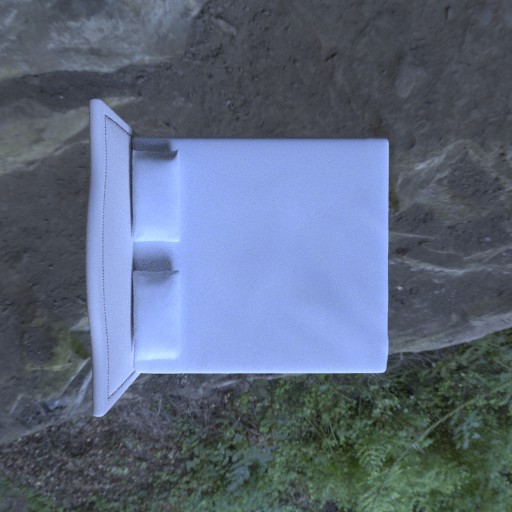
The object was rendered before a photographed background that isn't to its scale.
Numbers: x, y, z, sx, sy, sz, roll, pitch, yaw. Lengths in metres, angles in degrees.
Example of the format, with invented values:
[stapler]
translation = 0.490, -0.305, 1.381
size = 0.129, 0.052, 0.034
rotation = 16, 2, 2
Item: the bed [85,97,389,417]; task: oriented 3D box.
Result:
[bed]
translation = 0.000, 0.000, 3.483
size = 2.182, 1.421, 2.083
rotation = 0, 92, 0
